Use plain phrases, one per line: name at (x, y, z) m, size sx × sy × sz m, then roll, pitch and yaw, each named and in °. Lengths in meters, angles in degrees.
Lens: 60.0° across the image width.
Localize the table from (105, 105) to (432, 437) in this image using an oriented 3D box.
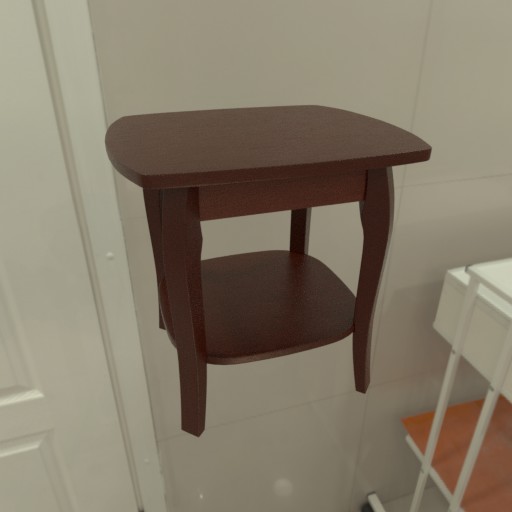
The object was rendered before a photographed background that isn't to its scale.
table at (0.000, 0.000, 0.883) m, size 0.502 × 0.496 × 0.433 m, roll -9°, pitch 29°, yaw -16°
